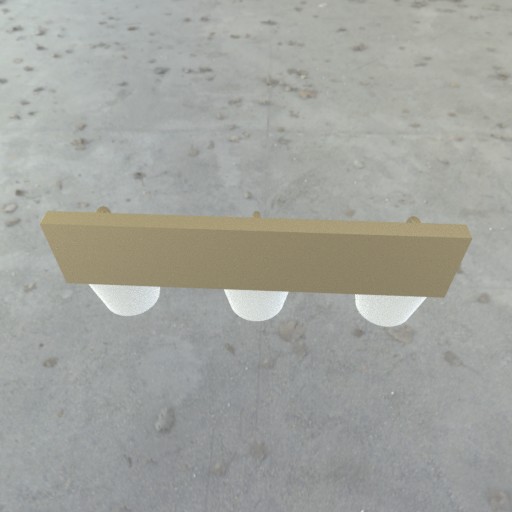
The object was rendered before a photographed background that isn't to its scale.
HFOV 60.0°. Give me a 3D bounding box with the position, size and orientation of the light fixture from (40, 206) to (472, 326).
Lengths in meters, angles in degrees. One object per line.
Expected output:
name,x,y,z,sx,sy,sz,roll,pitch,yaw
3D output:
light fixture,0.000,0.000,0.711,0.609,0.280,0.190,2,45,2
